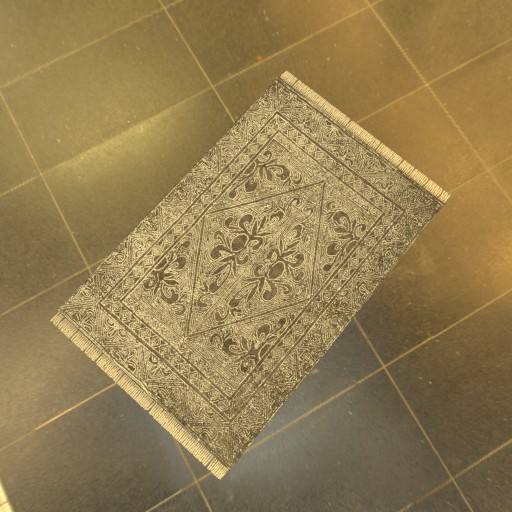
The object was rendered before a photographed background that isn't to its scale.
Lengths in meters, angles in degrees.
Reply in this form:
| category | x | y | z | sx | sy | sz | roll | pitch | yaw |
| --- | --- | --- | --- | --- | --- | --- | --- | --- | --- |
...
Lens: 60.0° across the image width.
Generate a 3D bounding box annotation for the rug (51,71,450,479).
| category | x | y | z | sx | sy | sz | roll | pitch | yaw |
| --- | --- | --- | --- | --- | --- | --- | --- | --- | --- |
| rug | 0.000 | 0.000 | 3.024 | 1.529 | 0.010 | 2.440 | 40 | 81 | 7 |
